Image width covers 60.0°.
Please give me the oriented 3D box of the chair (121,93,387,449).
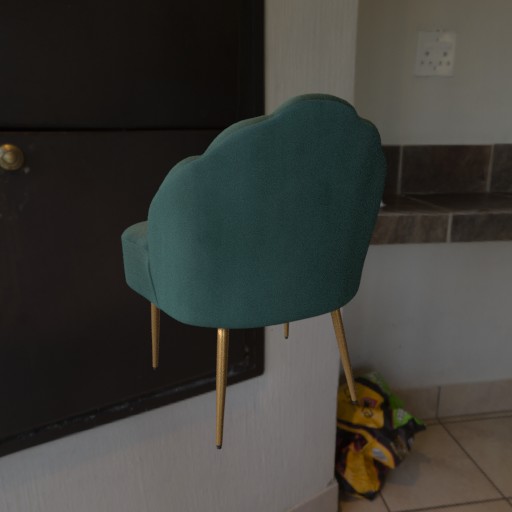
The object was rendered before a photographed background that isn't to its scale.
[{"bbox_3d":[0.000,0.000,1.248,0.657,0.819,0.599,-8,17,-26],"label":"chair"}]
